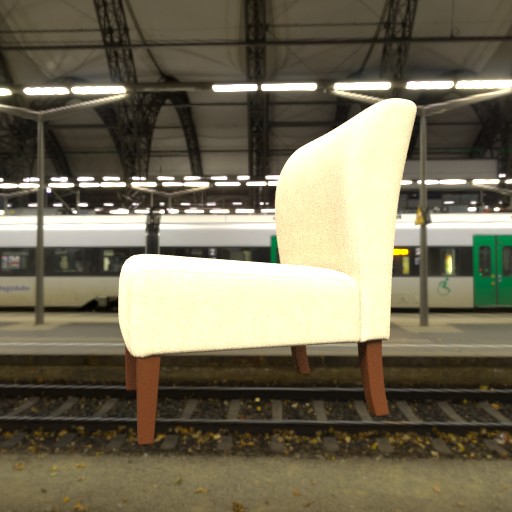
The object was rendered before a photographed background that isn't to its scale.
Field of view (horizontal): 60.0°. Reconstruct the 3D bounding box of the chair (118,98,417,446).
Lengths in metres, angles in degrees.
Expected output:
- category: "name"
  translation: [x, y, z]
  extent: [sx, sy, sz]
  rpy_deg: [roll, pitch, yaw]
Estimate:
- category: "chair"
  translation: [0.000, 0.000, 1.288]
  extent: [0.754, 0.833, 0.521]
  rpy_deg: [0, -1, -19]
